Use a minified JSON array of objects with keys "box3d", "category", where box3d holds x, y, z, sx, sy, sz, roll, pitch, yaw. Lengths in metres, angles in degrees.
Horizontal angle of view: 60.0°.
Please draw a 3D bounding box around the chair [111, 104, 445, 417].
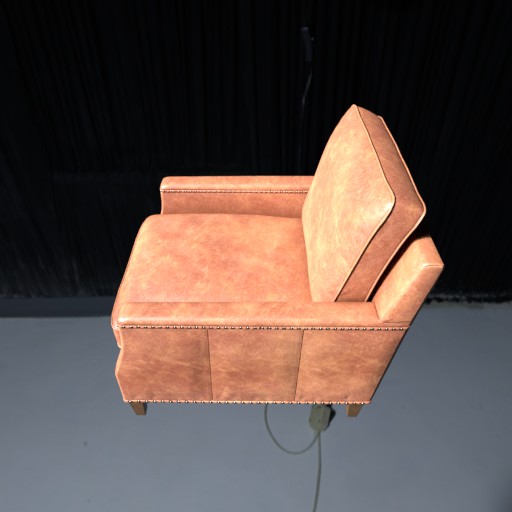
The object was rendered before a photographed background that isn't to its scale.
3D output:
[{"box3d":[0.000,0.000,1.703,1.014,0.943,0.853,0,41,0],"category":"chair"}]
